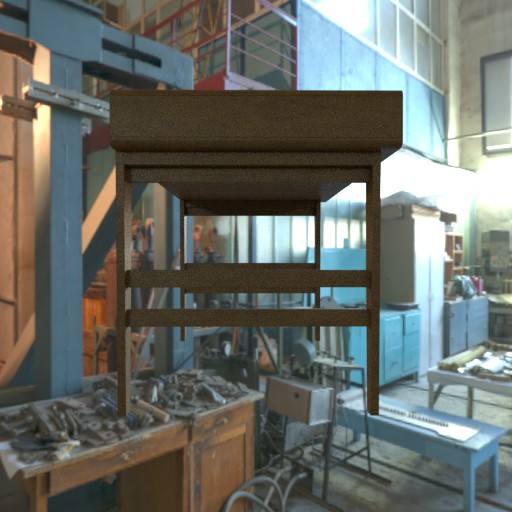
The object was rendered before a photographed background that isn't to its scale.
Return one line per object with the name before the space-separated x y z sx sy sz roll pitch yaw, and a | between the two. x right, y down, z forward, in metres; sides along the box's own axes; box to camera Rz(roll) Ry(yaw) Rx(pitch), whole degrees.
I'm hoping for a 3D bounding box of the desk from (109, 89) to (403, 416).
desk | 0.000 0.000 1.522 0.660 0.754 1.066 0 0 0
